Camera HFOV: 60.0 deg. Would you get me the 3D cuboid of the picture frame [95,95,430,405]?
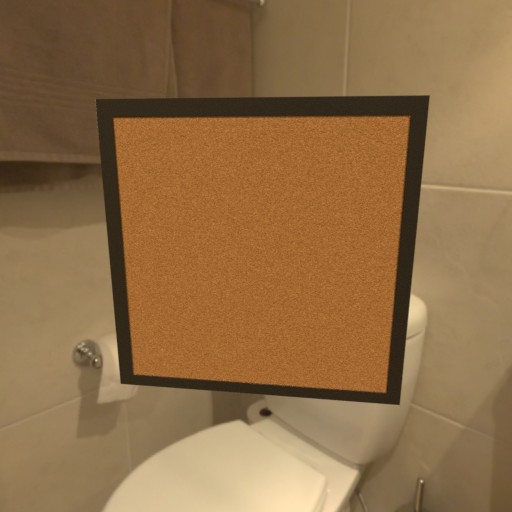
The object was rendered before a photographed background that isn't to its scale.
[{"bbox_3d":[0.000,0.000,0.525,0.355,0.353,0.029,2,15,7],"label":"picture frame"}]
